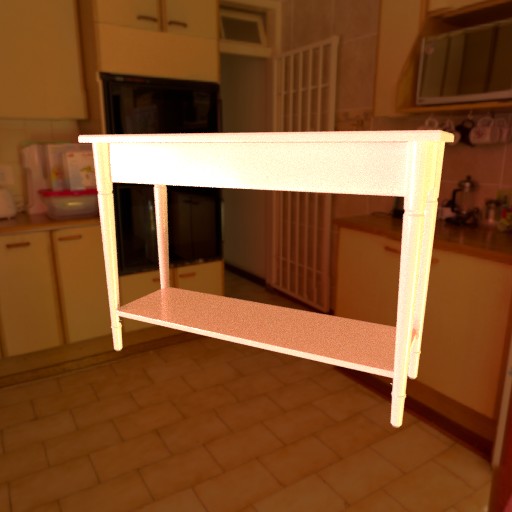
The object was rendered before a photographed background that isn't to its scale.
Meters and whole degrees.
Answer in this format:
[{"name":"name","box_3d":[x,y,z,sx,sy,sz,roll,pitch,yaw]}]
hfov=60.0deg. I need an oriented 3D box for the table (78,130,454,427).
[{"name":"table","box_3d":[0.000,0.000,1.418,1.067,0.749,0.381,7,16,26]}]
